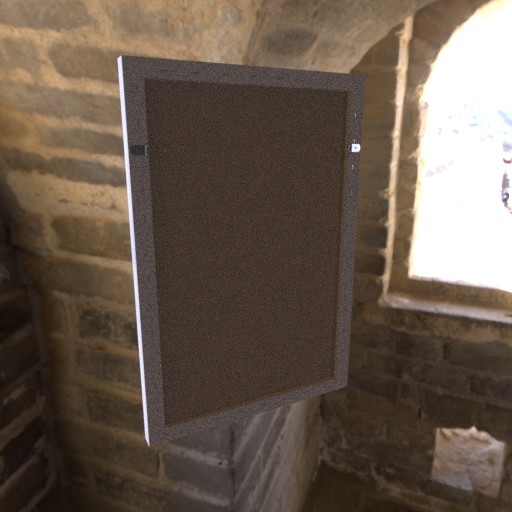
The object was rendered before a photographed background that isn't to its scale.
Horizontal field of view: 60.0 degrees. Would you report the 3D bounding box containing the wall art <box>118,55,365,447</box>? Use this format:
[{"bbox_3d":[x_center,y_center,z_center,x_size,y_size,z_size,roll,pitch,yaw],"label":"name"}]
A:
[{"bbox_3d":[0.000,0.000,1.155,0.624,0.914,0.043,-7,16,-26],"label":"wall art"}]
